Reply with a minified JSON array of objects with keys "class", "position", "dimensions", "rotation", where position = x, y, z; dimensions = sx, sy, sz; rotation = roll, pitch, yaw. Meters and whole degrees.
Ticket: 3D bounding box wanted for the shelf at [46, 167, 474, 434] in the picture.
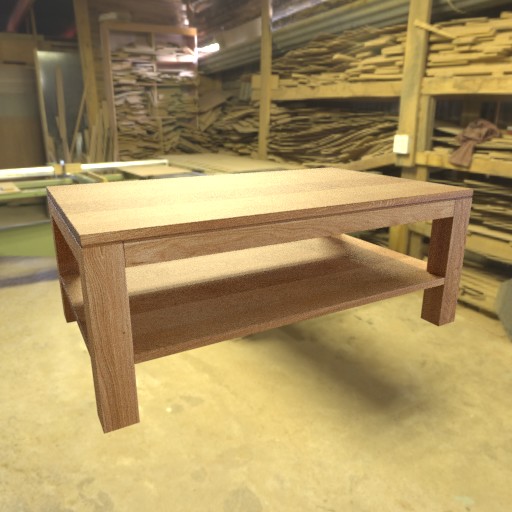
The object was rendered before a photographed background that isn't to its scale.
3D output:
[{"class":"shelf","position":[0.000,0.000,1.461],"dimensions":[1.150,0.450,0.700],"rotation":[-9,20,-28]}]
